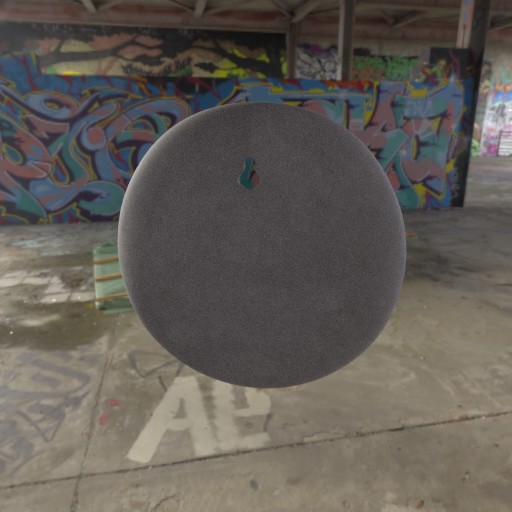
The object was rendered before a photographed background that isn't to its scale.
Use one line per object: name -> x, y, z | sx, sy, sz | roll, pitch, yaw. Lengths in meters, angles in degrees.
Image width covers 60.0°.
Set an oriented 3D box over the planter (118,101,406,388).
planter -> 0.000, 0.000, 0.285 | 0.185, 0.188, 0.071 | 3, 17, 8
